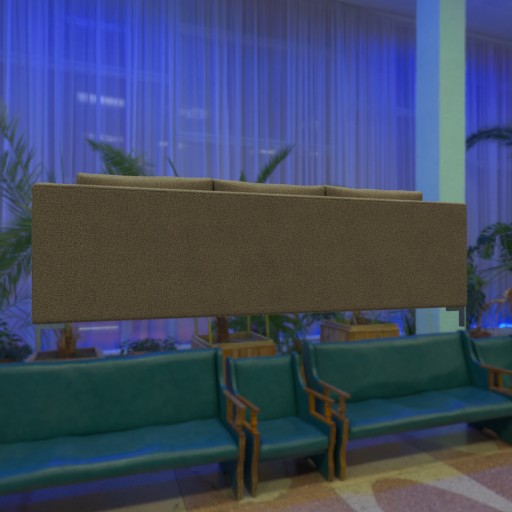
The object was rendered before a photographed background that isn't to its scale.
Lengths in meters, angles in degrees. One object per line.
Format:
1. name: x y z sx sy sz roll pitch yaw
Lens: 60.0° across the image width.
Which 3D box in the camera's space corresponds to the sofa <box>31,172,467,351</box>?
1. sofa: 0.000 0.000 2.803 2.415 0.867 0.969 0 0 -18
